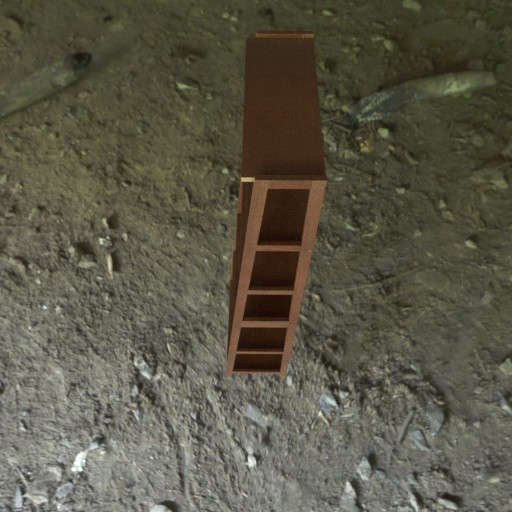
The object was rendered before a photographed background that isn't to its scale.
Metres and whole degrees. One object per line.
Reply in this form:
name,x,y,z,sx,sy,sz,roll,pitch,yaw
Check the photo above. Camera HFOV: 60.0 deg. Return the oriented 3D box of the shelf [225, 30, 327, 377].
shelf,0.000,0.000,2.147,0.382,1.892,0.660,0,59,0
